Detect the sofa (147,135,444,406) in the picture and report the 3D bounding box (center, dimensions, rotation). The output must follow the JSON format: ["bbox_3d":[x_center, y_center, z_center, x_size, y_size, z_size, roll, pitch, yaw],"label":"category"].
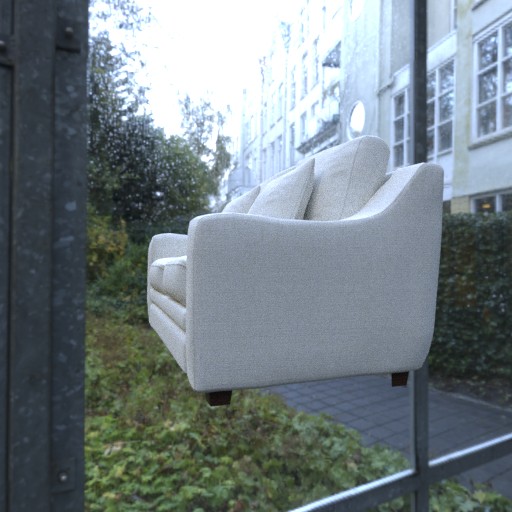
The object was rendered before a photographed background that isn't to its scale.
[{"bbox_3d":[0.000,0.000,2.398,1.040,1.047,1.744,0,0,-19],"label":"sofa"}]
